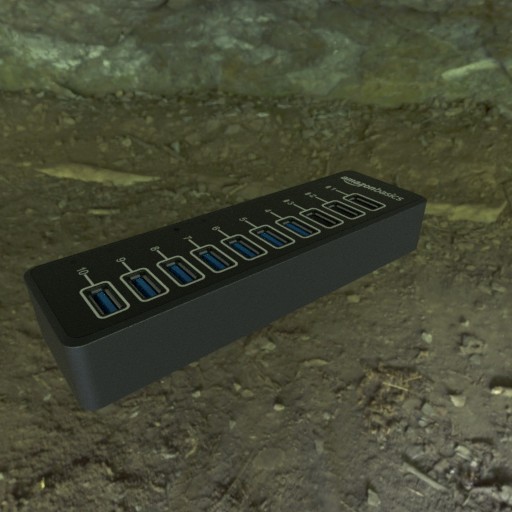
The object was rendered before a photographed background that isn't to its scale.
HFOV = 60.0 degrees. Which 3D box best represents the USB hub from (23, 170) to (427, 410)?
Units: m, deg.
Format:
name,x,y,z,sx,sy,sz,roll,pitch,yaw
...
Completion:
name,x,y,z,sx,sy,sz,roll,pitch,yaw
USB hub,0.000,0.000,0.161,0.145,0.023,0.044,-22,37,-31
